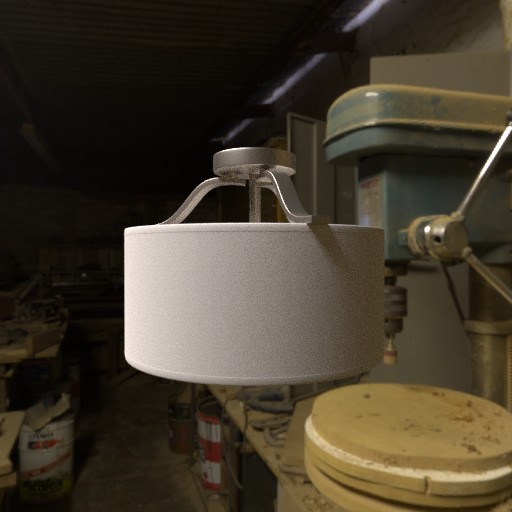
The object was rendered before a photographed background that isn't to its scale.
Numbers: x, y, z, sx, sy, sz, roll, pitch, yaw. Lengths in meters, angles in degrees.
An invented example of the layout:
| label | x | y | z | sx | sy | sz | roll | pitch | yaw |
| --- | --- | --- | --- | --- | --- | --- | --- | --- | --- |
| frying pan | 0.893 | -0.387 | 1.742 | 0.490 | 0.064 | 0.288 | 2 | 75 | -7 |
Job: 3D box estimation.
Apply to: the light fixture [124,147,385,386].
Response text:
| label | x | y | z | sx | sy | sz | roll | pitch | yaw |
| --- | --- | --- | --- | --- | --- | --- | --- | --- | --- |
| light fixture | 0.000 | 0.000 | 0.673 | 0.395 | 0.304 | 0.395 | 0 | 1 | 0 |
